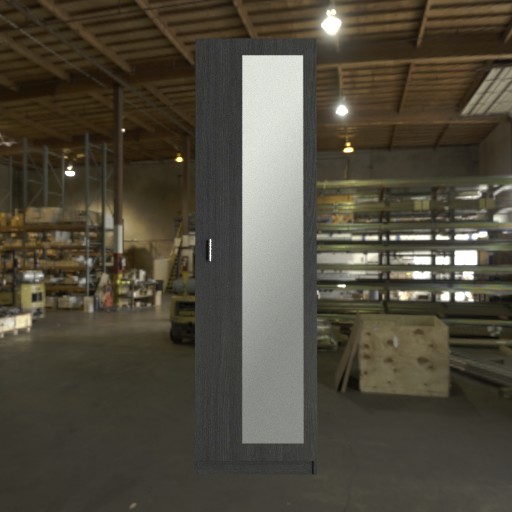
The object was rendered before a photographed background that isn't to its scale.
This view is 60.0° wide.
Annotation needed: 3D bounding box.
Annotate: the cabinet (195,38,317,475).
[{"bbox_3d":[0.000,0.000,1.910,0.500,1.790,0.230,0,-1,0],"label":"cabinet"}]
